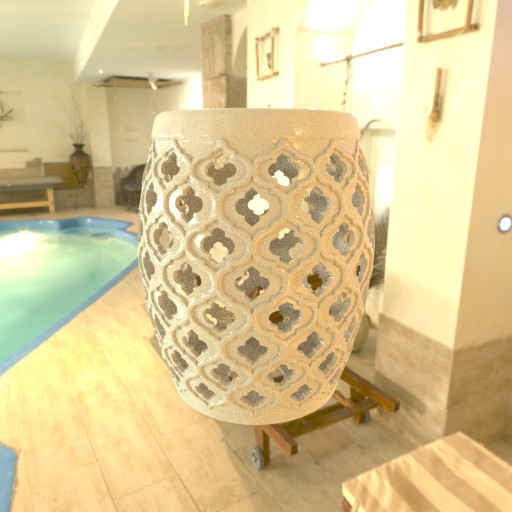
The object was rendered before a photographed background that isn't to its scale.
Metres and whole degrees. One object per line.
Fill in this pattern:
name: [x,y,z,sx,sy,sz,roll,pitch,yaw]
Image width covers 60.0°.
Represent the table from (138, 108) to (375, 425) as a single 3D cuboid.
table: [0.000,0.000,0.635,0.325,0.388,0.325,0,15,0]
